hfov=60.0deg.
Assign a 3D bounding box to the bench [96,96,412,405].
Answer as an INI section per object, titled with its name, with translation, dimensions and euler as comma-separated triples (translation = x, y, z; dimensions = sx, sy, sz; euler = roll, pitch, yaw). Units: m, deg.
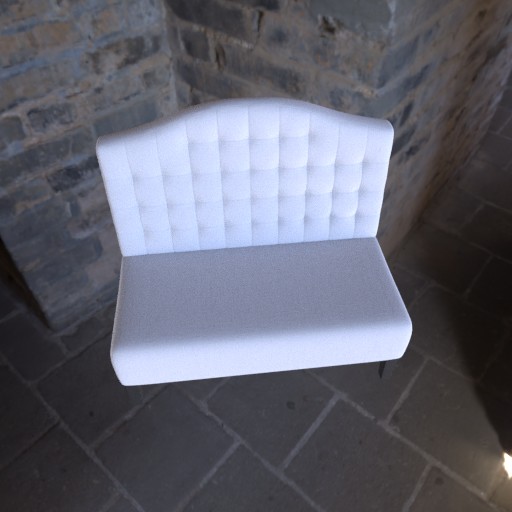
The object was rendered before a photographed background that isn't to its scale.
[bench]
translation = 0.000, 0.000, 2.068
dimensions = 1.335, 1.180, 0.815
euler = -5, 47, -4
